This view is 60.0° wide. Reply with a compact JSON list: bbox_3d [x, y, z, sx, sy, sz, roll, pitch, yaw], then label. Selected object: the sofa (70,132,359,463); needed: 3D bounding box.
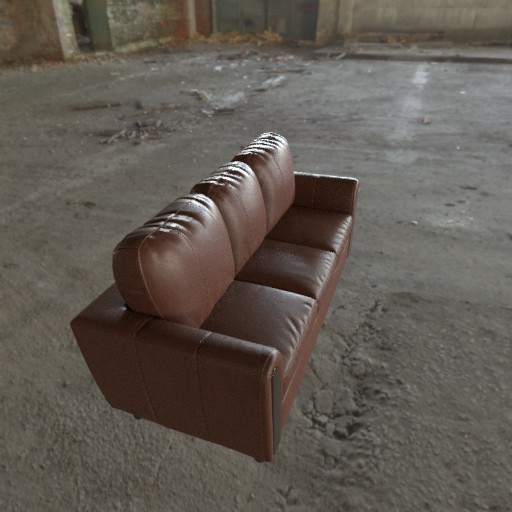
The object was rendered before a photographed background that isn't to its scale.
[{"bbox_3d":[0.000,0.000,2.331,0.802,0.915,1.862,11,32,17],"label":"sofa"}]
